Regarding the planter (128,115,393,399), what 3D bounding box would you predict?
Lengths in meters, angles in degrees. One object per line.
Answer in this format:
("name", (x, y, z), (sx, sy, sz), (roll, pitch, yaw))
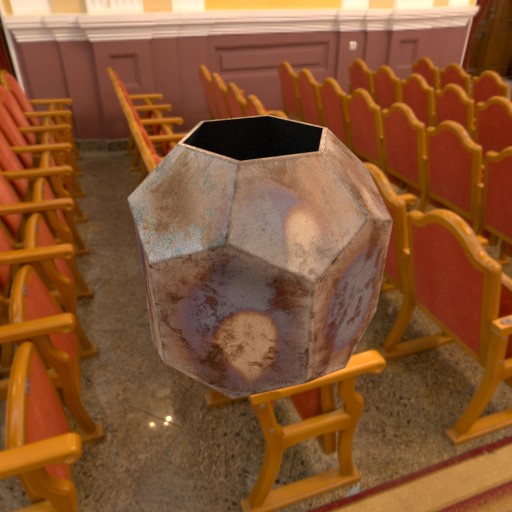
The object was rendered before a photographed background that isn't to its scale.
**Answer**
("planter", (0.000, 0.000, 0.432), (0.221, 0.238, 0.243), (-11, 34, -16))
